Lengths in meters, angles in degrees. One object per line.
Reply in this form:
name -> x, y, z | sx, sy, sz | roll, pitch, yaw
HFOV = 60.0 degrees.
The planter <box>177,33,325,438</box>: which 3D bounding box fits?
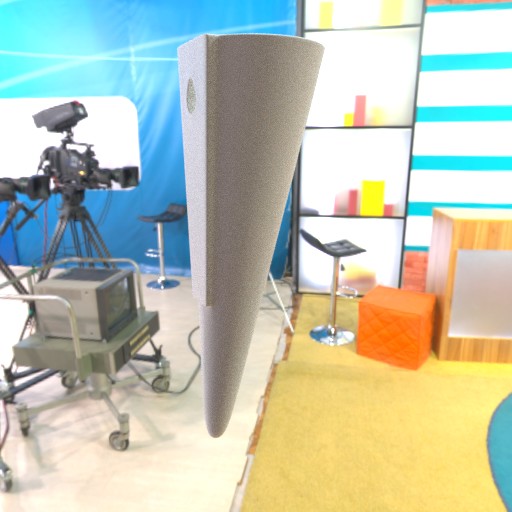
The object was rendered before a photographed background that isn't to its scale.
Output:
planter -> 0.000, 0.000, 0.224 | 0.064, 0.193, 0.057 | -8, 17, -28
